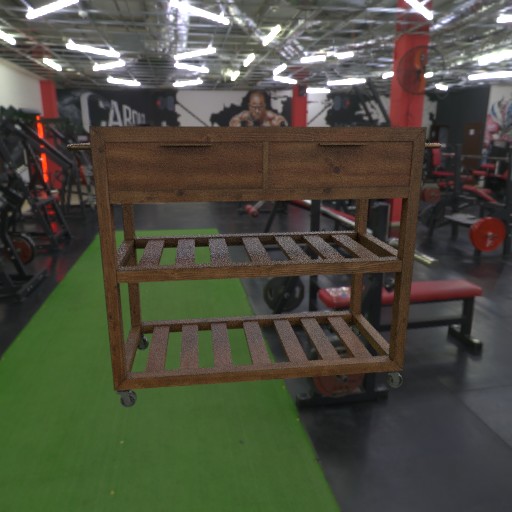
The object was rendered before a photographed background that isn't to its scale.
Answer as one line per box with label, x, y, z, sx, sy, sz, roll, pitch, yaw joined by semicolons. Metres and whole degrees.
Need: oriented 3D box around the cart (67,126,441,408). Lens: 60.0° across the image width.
cart;0.000;0.000;1.492;1.065;0.830;0.445;-2;15;-7
